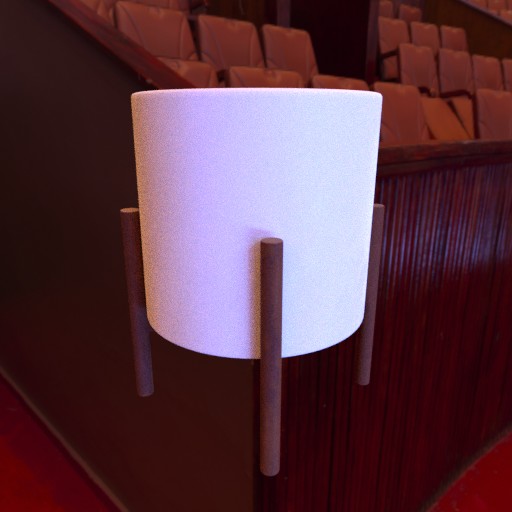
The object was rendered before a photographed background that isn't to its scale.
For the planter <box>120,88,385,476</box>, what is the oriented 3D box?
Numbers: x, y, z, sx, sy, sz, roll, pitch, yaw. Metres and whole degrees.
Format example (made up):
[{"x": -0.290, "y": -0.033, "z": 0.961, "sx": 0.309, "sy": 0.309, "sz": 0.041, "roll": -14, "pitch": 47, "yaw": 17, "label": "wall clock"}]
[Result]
[{"x": 0.000, "y": 0.000, "z": 0.851, "sx": 0.420, "sy": 0.581, "sz": 0.421, "roll": 16, "pitch": 23, "yaw": 41, "label": "planter"}]
